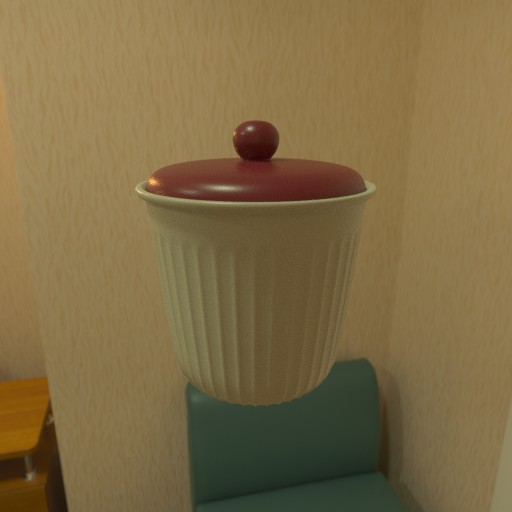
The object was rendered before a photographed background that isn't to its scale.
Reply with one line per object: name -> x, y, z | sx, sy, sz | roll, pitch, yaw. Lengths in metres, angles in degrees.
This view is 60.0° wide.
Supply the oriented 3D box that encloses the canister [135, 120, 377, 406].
canister -> 0.000, 0.000, 0.360 | 0.181, 0.211, 0.181 | 0, 17, 0
